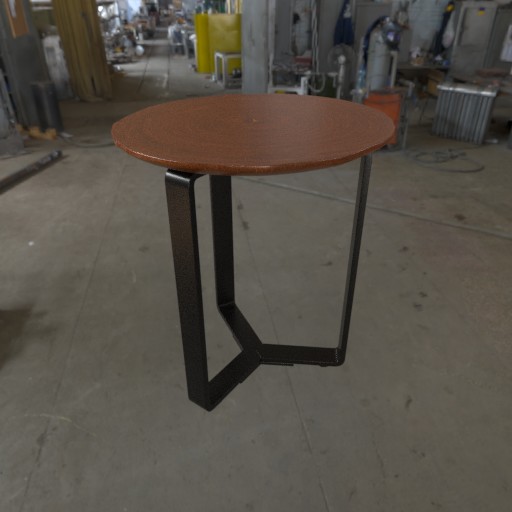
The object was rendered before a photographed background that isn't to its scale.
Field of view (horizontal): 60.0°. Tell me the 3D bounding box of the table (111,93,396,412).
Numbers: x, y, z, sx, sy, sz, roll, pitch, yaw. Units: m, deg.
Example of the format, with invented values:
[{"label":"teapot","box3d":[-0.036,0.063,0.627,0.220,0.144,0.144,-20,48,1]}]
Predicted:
[{"label":"table","box3d":[0.000,0.000,0.745,0.380,0.450,0.410,20,36,30]}]
